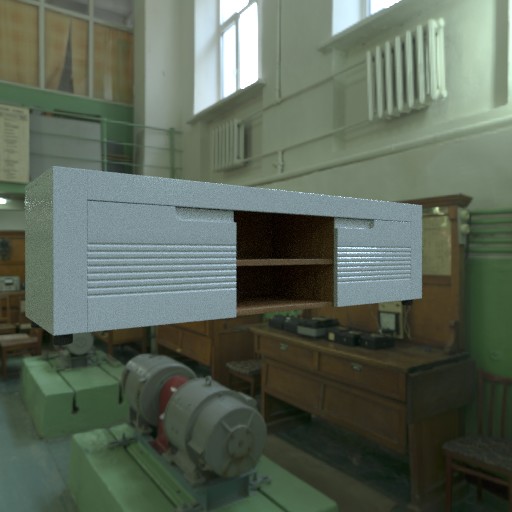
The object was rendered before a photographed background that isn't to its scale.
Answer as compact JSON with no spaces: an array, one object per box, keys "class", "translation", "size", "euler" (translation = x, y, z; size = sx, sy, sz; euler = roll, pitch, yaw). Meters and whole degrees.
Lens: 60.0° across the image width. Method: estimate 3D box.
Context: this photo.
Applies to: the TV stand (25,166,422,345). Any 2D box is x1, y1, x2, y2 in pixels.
[{"class":"TV stand","translation":[0.000,0.000,1.672],"size":[1.500,0.440,0.410],"euler":[0,0,-36]}]
